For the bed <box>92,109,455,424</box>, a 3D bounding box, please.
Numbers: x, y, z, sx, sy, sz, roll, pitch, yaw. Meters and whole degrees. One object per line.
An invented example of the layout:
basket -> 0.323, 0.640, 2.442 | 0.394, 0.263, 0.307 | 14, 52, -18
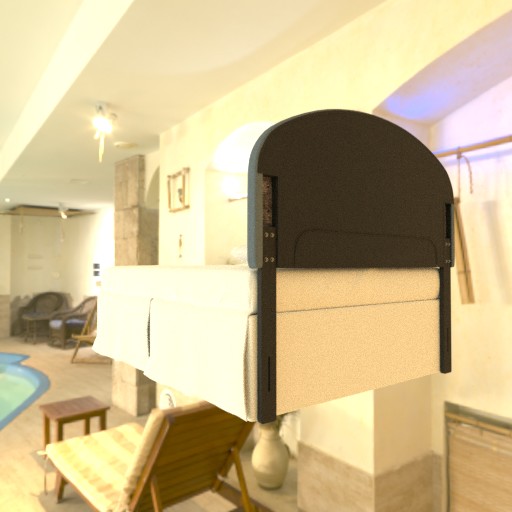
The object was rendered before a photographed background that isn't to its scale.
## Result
bed -> 0.000, 0.000, 3.026 | 1.607, 1.410, 2.005 | 1, -1, -37
